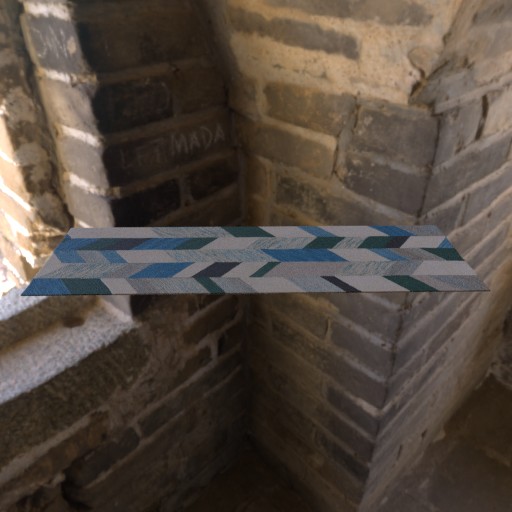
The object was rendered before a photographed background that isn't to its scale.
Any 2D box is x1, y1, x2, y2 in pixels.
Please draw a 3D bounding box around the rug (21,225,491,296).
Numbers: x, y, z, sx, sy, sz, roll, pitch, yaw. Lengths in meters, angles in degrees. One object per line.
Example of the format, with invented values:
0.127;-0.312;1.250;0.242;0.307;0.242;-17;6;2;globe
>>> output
0.000;0.000;2.622;2.437;0.008;0.774;0;30;-1;rug
